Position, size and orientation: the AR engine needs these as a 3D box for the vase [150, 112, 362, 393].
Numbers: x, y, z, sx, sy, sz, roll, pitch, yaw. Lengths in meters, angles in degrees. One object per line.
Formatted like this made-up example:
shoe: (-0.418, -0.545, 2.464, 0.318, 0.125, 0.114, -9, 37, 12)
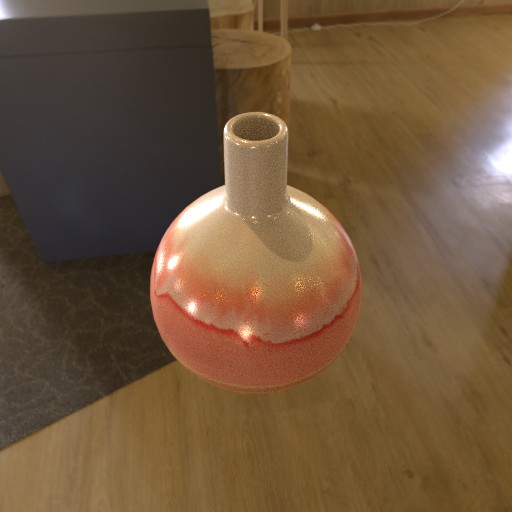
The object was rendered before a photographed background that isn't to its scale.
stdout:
vase: (0.000, 0.000, 0.272, 0.137, 0.176, 0.137, 0, 46, 0)
